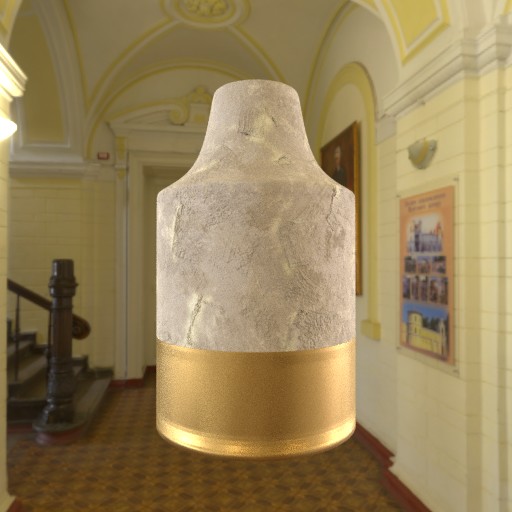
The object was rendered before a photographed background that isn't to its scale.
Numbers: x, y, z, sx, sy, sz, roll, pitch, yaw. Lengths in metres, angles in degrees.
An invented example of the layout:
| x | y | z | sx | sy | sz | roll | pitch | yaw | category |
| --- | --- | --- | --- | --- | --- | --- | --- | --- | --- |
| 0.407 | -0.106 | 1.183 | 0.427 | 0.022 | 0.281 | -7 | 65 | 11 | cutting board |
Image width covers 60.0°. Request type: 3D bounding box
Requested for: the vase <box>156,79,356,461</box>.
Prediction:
| x | y | z | sx | sy | sz | roll | pitch | yaw | category |
| --- | --- | --- | --- | --- | --- | --- | --- | --- | --- |
| 0.000 | 0.000 | 0.420 | 0.184 | 0.305 | 0.184 | 0 | 0 | 0 | vase |
